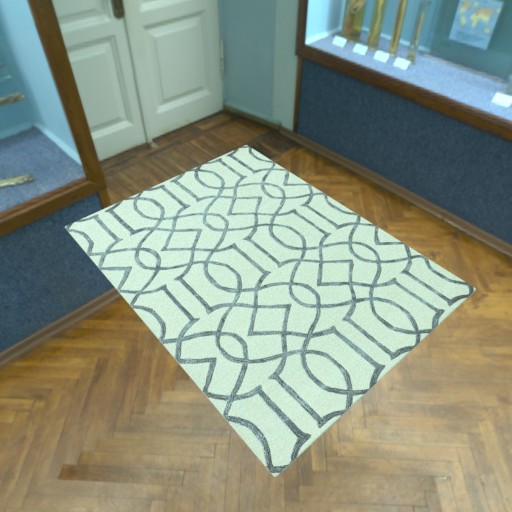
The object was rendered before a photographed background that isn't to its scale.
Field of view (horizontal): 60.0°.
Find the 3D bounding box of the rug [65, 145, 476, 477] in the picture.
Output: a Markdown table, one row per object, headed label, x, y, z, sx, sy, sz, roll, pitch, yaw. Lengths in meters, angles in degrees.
| label | x | y | z | sx | sy | sz | roll | pitch | yaw |
| --- | --- | --- | --- | --- | --- | --- | --- | --- | --- |
| rug | 0.000 | 0.000 | 3.859 | 2.211 | 0.021 | 2.910 | -31 | 53 | -27 |
